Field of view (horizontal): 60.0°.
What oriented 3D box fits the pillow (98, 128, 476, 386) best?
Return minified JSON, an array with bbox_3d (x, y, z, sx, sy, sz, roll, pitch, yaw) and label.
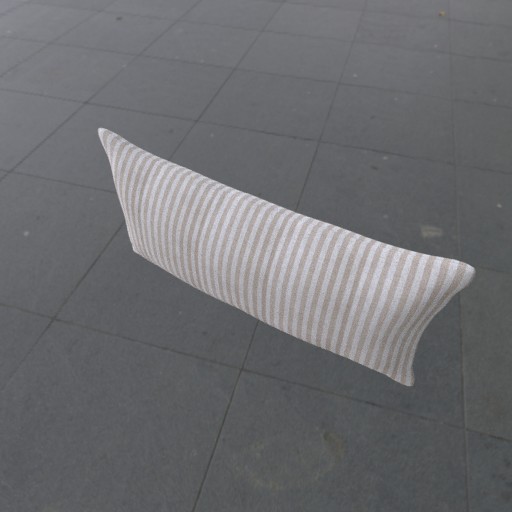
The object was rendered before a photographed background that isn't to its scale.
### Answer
[{"bbox_3d":[0.000,0.000,0.743,0.617,0.295,0.151,24,51,21],"label":"pillow"}]
